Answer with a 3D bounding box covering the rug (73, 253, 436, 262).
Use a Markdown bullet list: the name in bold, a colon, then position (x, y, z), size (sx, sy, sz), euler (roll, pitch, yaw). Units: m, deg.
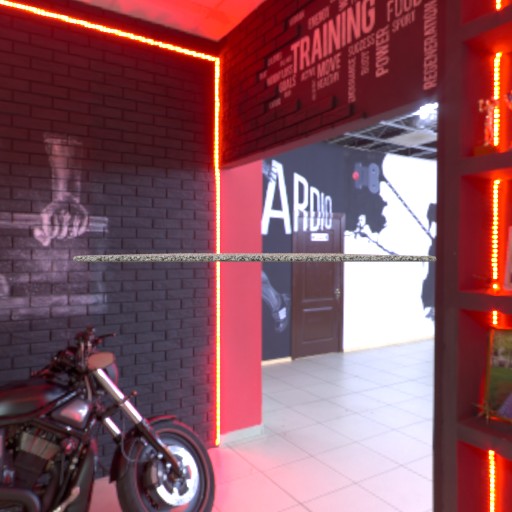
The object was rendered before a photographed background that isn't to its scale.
- **rug**: position (0.000, 0.000, 3.523), size (1.778, 0.030, 2.743), euler (0, 1, 0)
